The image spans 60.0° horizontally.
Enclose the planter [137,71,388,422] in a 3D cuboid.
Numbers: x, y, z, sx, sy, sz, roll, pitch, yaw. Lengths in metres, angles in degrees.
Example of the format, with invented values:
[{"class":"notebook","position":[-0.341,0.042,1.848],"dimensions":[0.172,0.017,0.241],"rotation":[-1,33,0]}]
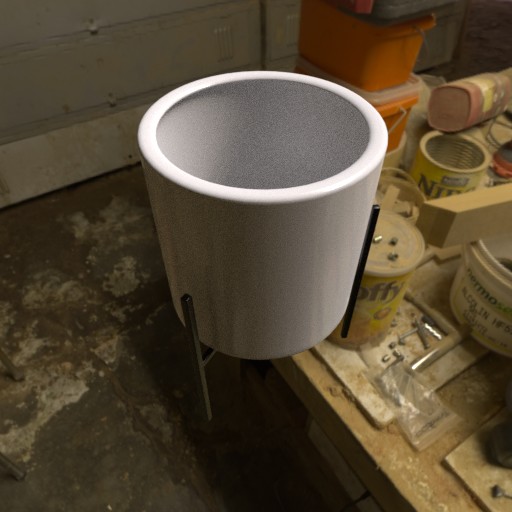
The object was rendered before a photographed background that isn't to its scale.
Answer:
[{"class":"planter","position":[0.000,0.000,0.523],"dimensions":[0.239,0.356,0.239],"rotation":[-24,50,-21]}]
